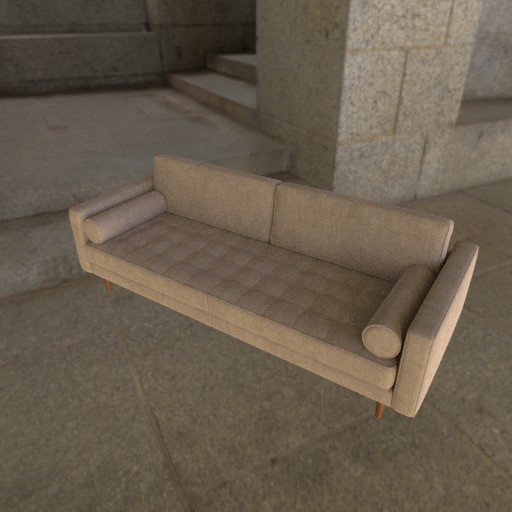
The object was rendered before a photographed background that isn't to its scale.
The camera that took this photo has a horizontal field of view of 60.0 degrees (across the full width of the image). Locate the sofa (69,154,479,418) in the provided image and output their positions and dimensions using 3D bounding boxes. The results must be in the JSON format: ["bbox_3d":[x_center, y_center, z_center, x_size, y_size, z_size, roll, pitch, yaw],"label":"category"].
[{"bbox_3d":[0.000,0.000,2.576,2.200,0.770,0.919,18,35,29],"label":"sofa"}]
